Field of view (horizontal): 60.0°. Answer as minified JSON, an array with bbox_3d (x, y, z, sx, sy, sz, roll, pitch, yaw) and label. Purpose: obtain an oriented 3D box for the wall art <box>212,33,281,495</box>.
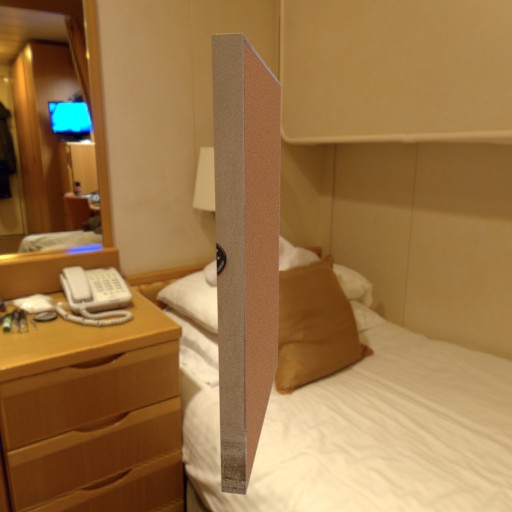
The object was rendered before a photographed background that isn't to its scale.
[{"bbox_3d":[0.000,0.000,0.760,0.036,0.607,0.403,2,14,9],"label":"wall art"}]
